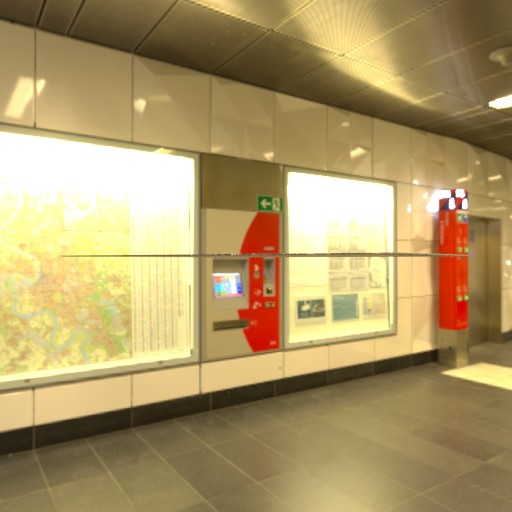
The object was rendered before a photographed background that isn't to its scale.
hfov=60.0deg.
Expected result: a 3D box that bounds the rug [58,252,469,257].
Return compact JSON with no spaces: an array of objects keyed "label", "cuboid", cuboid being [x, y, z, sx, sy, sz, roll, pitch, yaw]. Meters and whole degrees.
[{"label":"rug","cuboid":[0.000,0.000,4.313,3.422,0.015,2.143,0,-1,36]}]
